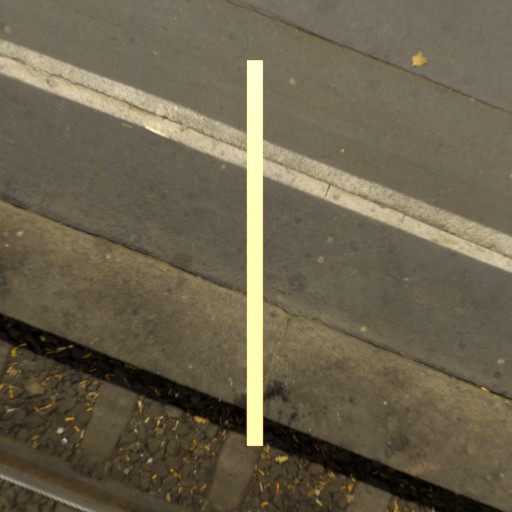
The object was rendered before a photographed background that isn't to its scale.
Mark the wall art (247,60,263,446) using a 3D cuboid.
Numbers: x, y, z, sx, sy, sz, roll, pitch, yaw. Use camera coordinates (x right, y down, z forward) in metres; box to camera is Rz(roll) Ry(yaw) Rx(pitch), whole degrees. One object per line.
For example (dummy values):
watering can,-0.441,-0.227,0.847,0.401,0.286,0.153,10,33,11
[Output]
wall art,0.000,0.000,1.281,0.027,1.020,0.669,0,89,0
